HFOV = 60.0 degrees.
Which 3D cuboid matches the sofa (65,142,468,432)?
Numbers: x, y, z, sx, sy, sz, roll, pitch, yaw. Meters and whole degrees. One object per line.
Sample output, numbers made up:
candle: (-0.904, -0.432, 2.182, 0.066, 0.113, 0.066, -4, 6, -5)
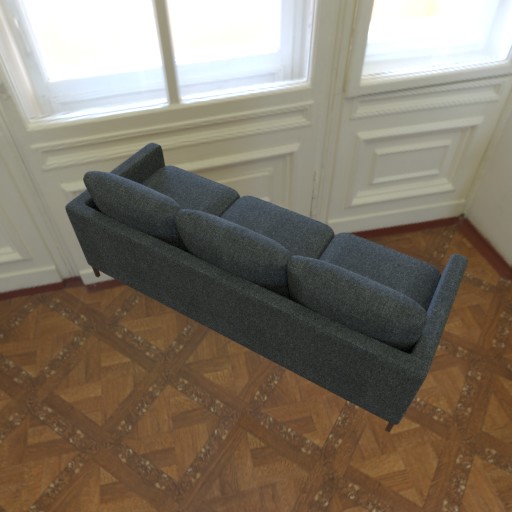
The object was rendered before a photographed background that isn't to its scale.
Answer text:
sofa: (0.000, 0.000, 2.708, 2.218, 0.874, 0.859, 24, 52, 20)
